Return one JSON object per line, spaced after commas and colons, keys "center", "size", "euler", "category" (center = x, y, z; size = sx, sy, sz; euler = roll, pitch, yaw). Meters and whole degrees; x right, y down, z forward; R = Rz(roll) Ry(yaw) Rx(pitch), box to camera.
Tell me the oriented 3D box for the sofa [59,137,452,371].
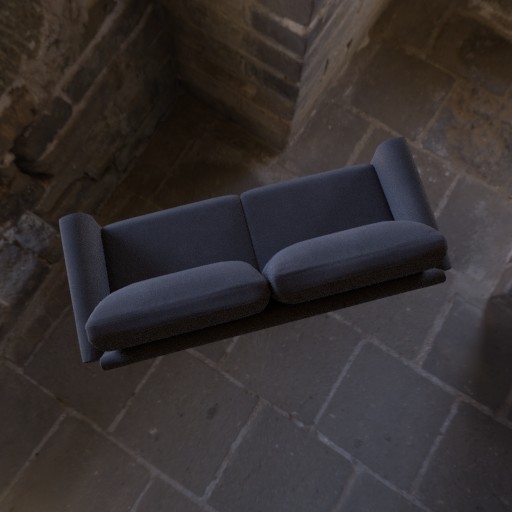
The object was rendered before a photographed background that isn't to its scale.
{"center": [0.000, 0.000, 2.411], "size": [1.935, 0.942, 0.842], "euler": [-14, 75, -4], "category": "sofa"}
